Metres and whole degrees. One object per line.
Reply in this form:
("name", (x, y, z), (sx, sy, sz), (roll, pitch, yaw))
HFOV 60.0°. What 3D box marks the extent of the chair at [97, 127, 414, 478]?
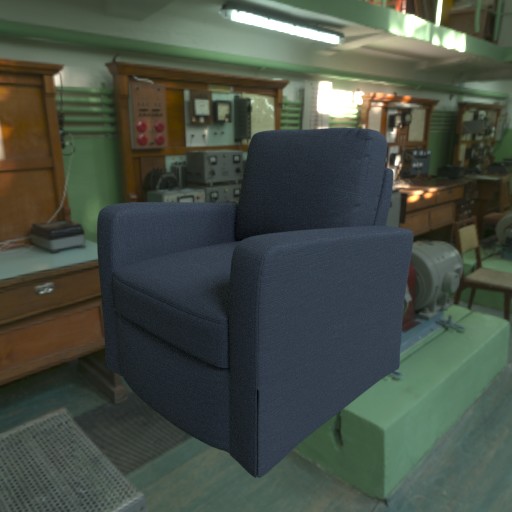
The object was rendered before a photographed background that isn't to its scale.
("chair", (0.000, 0.000, 1.538), (0.798, 0.855, 0.863), (15, 22, 42))
